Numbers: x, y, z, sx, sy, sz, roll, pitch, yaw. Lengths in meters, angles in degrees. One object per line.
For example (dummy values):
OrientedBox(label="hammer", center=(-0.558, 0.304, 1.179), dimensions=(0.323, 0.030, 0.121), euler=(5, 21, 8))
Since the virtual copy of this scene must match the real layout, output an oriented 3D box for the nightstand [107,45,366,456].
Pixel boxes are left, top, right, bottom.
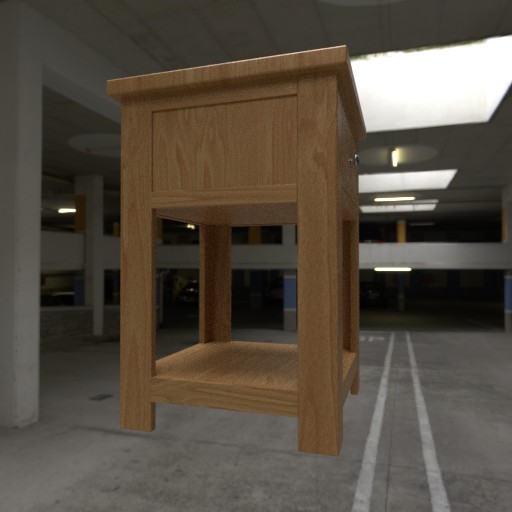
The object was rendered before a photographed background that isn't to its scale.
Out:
OrientedBox(label="nightstand", center=(0.000, 0.000, 0.915), dimensions=(0.418, 0.614, 0.428), euler=(0, -1, 18))
